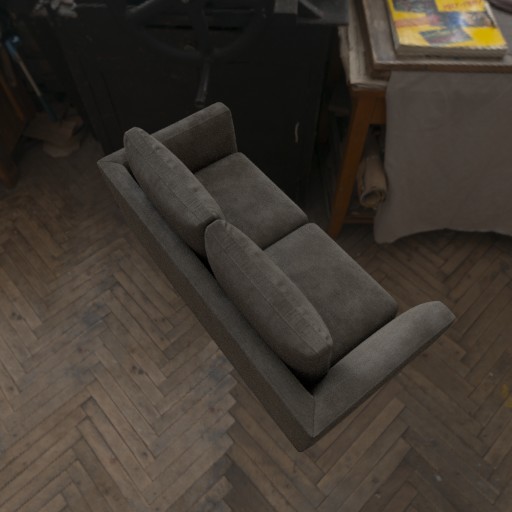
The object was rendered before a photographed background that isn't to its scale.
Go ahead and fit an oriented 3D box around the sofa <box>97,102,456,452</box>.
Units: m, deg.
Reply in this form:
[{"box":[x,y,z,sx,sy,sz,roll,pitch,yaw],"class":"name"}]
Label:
[{"box":[0.000,0.000,2.392,0.855,1.013,1.832,-33,63,-19],"class":"sofa"}]
